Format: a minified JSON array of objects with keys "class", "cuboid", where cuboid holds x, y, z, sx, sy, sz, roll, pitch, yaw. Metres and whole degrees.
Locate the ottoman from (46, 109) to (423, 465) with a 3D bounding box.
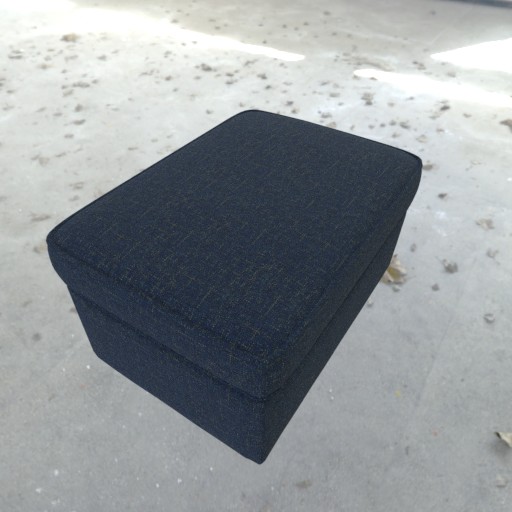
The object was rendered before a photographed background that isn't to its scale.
[{"class":"ottoman","cuboid":[0.000,0.000,1.090,0.549,0.450,0.749,24,47,24]}]
